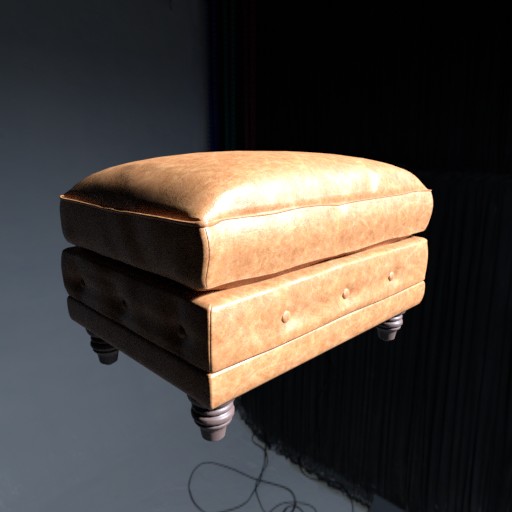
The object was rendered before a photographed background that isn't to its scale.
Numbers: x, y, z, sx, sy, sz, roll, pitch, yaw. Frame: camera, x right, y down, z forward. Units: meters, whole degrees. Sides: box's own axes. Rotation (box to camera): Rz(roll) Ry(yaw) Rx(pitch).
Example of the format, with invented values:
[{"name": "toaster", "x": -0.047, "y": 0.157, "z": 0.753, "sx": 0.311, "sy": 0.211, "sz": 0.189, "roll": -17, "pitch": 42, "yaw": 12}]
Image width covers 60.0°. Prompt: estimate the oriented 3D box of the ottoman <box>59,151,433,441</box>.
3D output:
[{"name": "ottoman", "x": 0.000, "y": 0.000, "z": 1.041, "sx": 0.710, "sy": 0.480, "sz": 0.533, "roll": -13, "pitch": 19, "yaw": -43}]
